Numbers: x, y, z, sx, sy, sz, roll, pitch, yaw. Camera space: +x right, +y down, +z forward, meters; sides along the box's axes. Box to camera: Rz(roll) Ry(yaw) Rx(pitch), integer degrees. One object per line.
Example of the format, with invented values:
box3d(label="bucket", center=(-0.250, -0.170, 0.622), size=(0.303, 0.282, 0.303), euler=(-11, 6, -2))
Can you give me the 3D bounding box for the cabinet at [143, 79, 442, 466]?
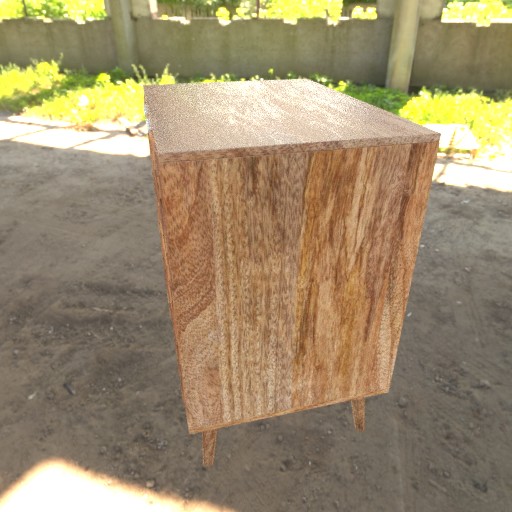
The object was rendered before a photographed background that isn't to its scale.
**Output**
box3d(label="cabinet", center=(0.000, 0.000, 1.146), size=(0.473, 0.758, 0.647), euler=(-7, 30, -13))
